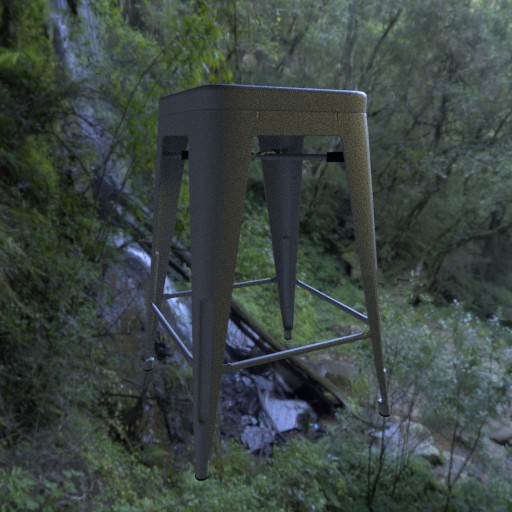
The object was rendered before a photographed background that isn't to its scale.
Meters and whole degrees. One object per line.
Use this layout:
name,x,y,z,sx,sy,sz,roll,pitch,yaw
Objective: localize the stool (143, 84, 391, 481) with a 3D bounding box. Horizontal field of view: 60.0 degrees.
stool,0.000,0.000,0.891,0.406,0.610,0.406,-7,17,-25
